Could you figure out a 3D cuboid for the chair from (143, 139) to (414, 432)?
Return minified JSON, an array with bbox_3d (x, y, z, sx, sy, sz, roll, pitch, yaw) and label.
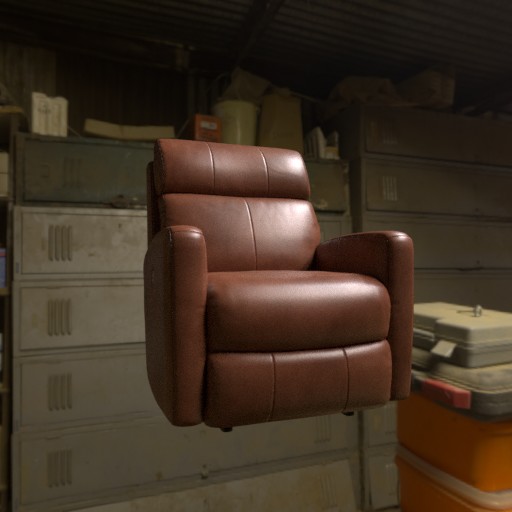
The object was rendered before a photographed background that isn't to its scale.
[{"bbox_3d":[0.000,0.000,1.658,0.787,1.016,0.939,0,-1,-19],"label":"chair"}]
